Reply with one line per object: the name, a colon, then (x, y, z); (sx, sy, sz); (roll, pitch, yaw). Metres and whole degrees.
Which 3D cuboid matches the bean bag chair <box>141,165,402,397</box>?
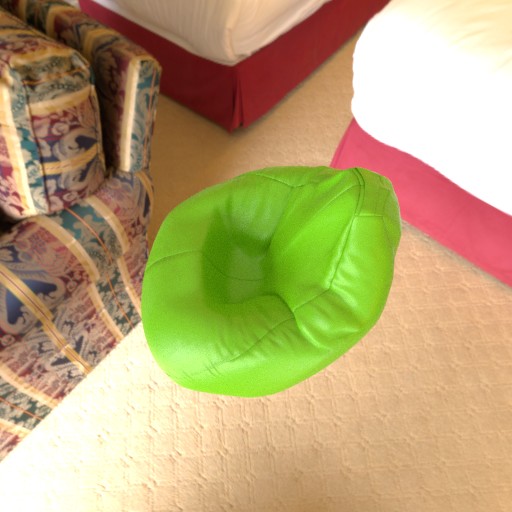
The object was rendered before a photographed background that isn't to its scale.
bean bag chair: (0.000, 0.000, 1.923); (1.070, 0.990, 1.070); (2, 59, 1)
